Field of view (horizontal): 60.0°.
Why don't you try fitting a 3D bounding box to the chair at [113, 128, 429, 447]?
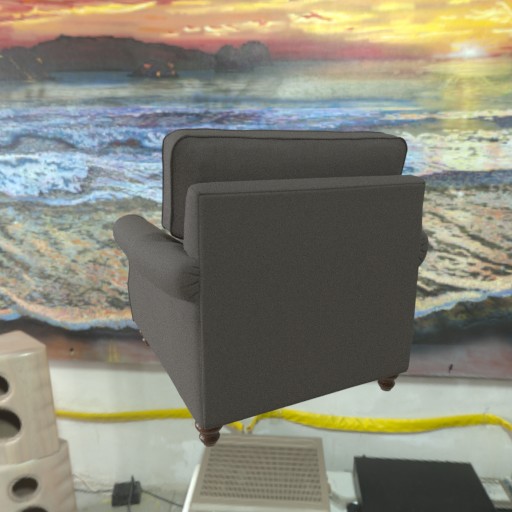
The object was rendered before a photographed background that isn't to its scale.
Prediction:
[{"bbox_3d":[0.000,0.000,1.795,1.029,0.967,0.966,-7,16,-26],"label":"chair"}]
